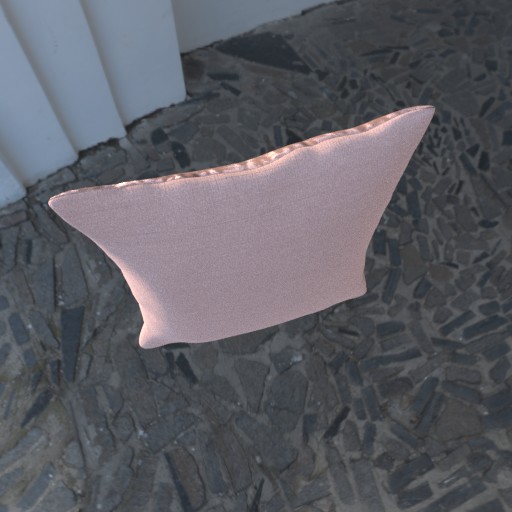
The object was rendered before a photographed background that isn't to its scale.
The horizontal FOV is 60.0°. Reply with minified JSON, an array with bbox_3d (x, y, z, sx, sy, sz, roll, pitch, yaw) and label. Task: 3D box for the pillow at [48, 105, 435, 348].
[{"bbox_3d":[0.000,0.000,0.703,0.470,0.464,0.175,-14,60,-9],"label":"pillow"}]
